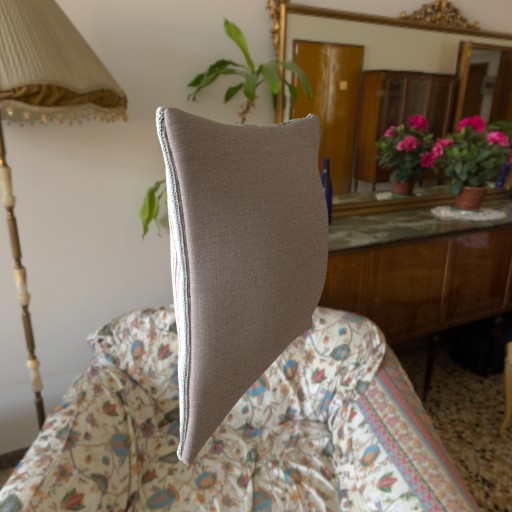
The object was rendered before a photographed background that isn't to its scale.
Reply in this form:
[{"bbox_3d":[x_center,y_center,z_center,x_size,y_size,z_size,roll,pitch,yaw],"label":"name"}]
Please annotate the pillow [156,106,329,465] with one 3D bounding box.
[{"bbox_3d":[0.000,0.000,0.667,0.189,0.416,0.435,8,19,26],"label":"pillow"}]
